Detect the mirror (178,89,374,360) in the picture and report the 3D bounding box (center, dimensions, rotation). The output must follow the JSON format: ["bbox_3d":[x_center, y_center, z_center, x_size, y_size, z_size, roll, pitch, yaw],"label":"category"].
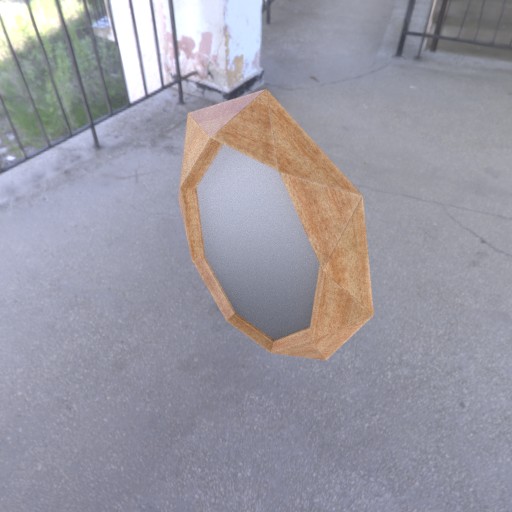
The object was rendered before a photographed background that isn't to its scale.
[{"bbox_3d":[0.000,0.000,1.012,0.577,0.774,0.070,32,55,26],"label":"mirror"}]
